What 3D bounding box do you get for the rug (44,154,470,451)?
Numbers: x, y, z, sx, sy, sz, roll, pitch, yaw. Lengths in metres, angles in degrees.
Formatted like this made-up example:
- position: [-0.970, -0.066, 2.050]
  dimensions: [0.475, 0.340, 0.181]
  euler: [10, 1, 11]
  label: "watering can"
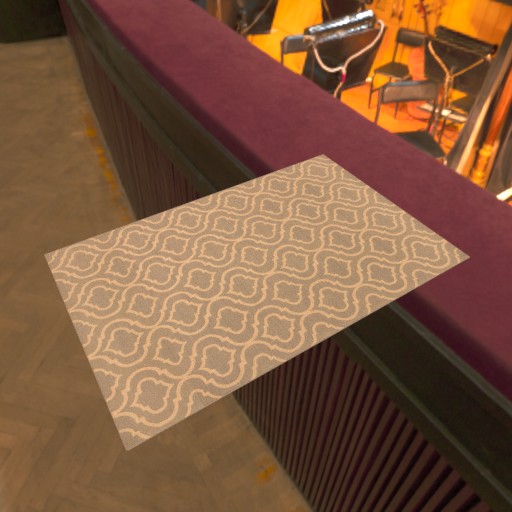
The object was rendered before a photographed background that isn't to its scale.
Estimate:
- position: [0.000, 0.000, 2.171]
  dimensions: [1.749, 0.015, 1.141]
  euler: [-24, 49, -23]
  label: "rug"
